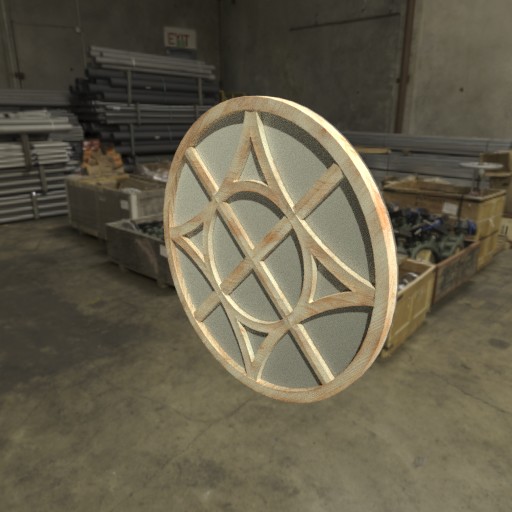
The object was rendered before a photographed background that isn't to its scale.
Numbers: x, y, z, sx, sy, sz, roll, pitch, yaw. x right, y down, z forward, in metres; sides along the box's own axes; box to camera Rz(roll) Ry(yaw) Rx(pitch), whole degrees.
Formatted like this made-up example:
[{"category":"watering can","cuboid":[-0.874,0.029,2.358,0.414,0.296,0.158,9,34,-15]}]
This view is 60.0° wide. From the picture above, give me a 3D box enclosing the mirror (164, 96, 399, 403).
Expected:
[{"category":"mirror","cuboid":[0.000,0.000,1.048,0.710,0.710,0.038,17,25,42]}]
